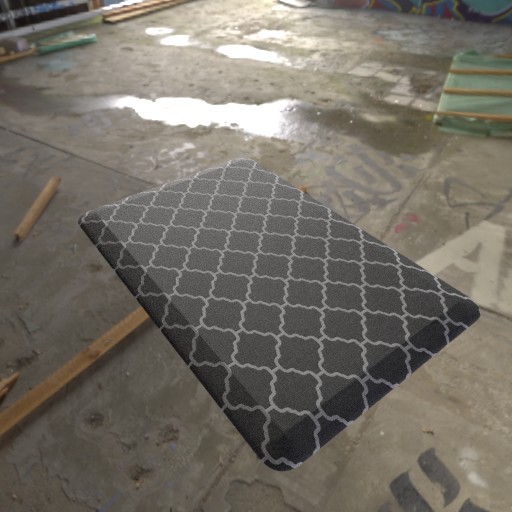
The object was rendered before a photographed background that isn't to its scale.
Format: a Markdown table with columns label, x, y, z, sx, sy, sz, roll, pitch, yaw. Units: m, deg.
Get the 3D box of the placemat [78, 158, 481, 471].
| label | x | y | z | sx | sy | sz | roll | pitch | yaw |
| --- | --- | --- | --- | --- | --- | --- | --- | --- | --- |
| placemat | 0.000 | 0.000 | 0.932 | 0.508 | 0.021 | 0.762 | -26 | 47 | -28 |
